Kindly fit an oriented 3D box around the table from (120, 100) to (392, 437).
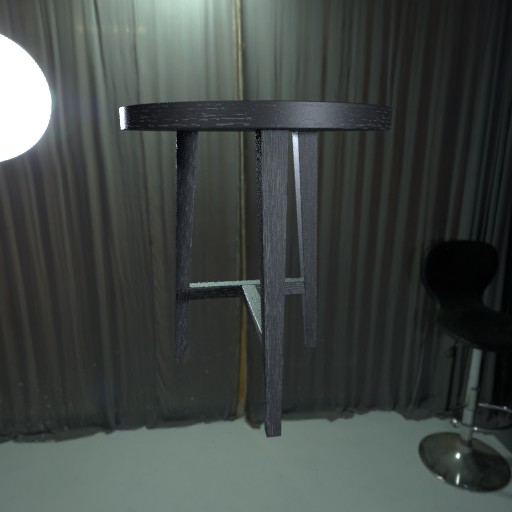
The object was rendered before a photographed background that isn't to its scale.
[{"bbox_3d":[0.000,0.000,0.736,0.399,0.460,0.399,0,15,0],"label":"table"}]
